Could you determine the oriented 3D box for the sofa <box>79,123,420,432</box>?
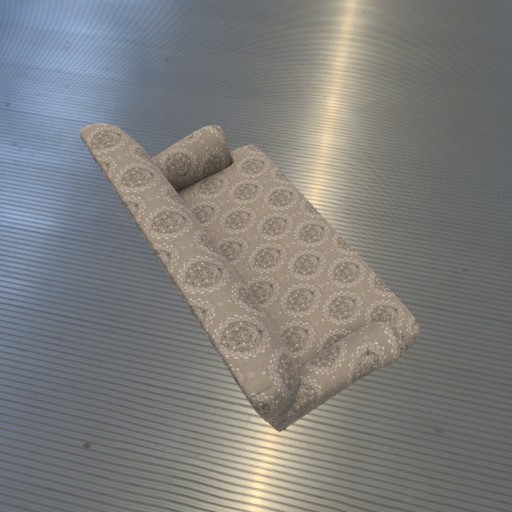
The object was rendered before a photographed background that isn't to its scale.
[{"bbox_3d":[0.000,0.000,1.801,0.779,0.889,1.297,-29,63,-17],"label":"sofa"}]
